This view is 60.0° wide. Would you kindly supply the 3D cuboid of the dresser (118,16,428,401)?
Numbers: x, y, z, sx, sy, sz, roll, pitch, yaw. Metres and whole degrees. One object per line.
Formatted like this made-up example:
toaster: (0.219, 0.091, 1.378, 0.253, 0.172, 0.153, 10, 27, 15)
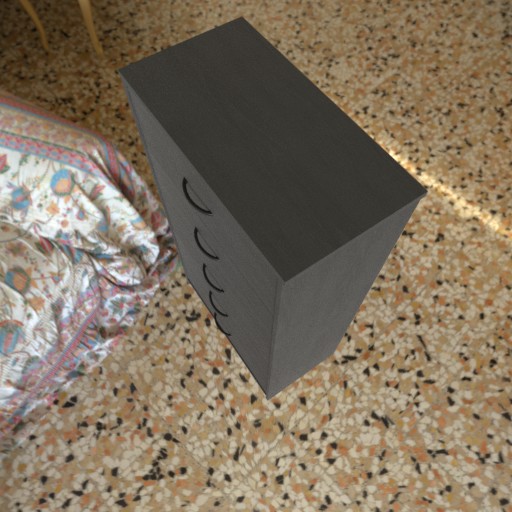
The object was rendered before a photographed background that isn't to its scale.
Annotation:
dresser: (0.000, 0.000, 1.564, 0.399, 1.255, 0.704, -31, 66, -15)
